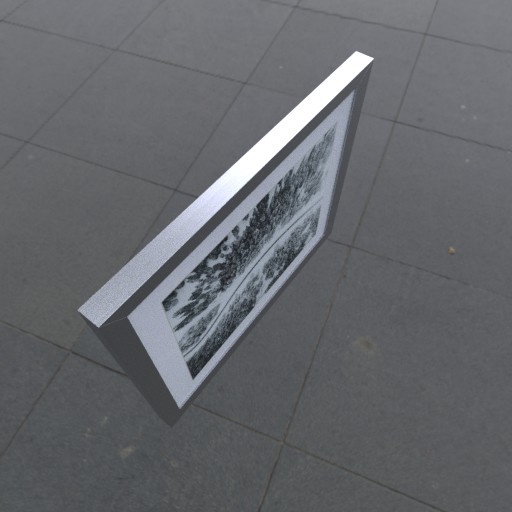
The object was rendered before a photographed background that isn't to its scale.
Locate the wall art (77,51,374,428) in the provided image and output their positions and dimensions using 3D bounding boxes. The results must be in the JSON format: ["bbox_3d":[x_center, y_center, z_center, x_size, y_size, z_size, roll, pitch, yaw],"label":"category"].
[{"bbox_3d":[0.000,0.000,0.754,0.032,0.456,0.557,32,63,19],"label":"wall art"}]
